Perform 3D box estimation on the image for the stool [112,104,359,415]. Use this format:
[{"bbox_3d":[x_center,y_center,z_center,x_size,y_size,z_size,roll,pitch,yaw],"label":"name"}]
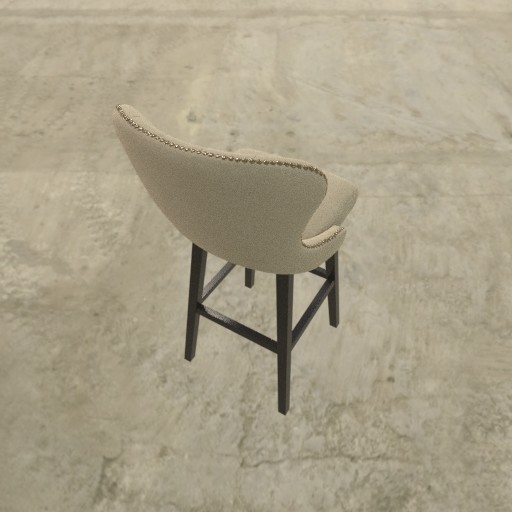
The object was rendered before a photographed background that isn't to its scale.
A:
[{"bbox_3d":[0.000,0.000,1.374,0.528,1.066,0.605,23,49,22],"label":"stool"}]
